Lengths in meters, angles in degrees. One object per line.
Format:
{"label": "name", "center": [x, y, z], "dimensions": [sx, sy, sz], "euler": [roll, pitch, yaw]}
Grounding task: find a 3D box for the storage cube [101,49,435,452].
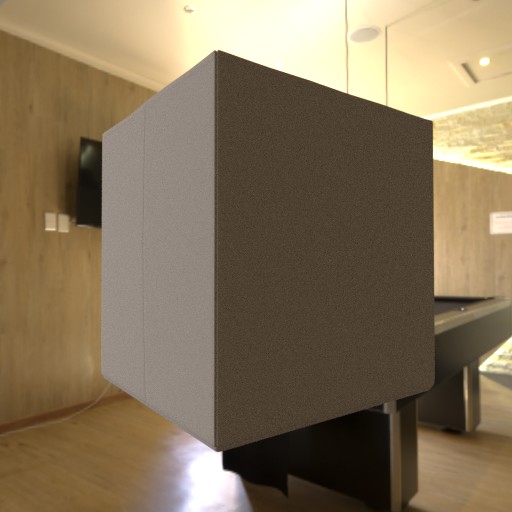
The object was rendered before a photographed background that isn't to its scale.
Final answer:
{"label": "storage cube", "center": [0.000, 0.000, 0.488], "dimensions": [0.270, 0.280, 0.270], "euler": [1, -1, -36]}
